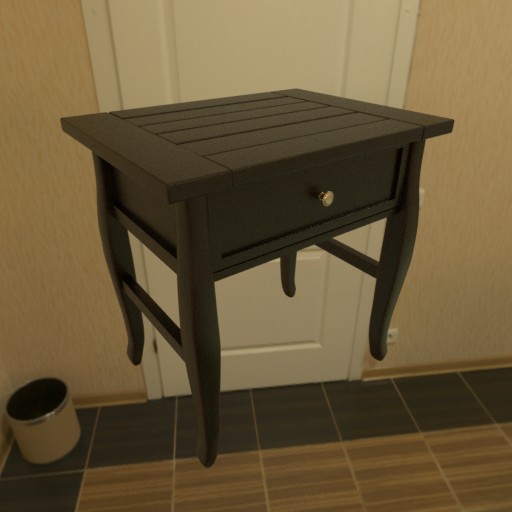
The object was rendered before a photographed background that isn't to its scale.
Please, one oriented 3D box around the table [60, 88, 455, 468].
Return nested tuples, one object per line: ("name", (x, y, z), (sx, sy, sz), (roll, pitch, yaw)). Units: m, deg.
("table", (0.000, 0.000, 0.995), (0.602, 0.604, 0.460), (-20, 35, -31))
